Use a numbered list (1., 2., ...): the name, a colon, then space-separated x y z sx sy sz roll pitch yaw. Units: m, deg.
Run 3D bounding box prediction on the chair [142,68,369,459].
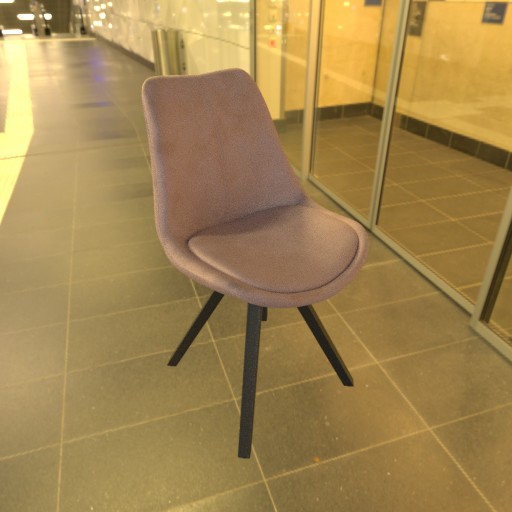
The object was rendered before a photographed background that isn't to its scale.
1. chair: 0.000 0.000 1.188 0.483 0.865 0.547 -21 37 -32
